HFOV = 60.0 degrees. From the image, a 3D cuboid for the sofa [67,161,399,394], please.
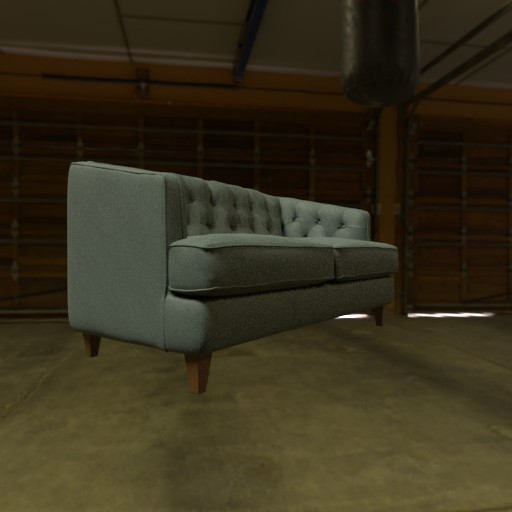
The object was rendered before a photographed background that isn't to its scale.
[{"bbox_3d":[0.000,0.000,2.261,0.941,0.855,1.733,0,1,36],"label":"sofa"}]
